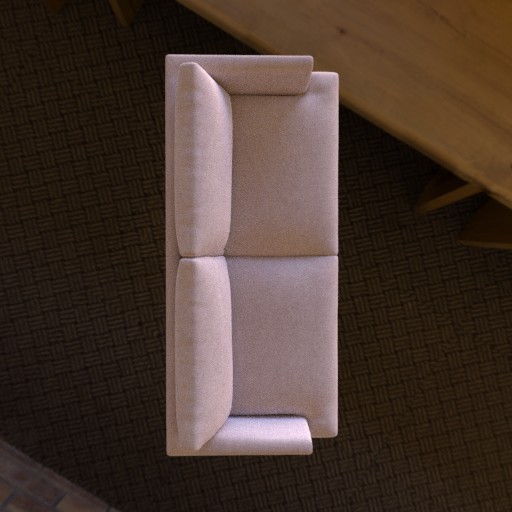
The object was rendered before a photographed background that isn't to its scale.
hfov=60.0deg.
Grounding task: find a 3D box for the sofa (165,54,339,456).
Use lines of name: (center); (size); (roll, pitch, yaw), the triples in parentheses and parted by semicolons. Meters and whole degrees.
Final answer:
sofa: (0.000, 0.000, 2.688); (1.020, 0.868, 2.250); (0, 91, -1)
